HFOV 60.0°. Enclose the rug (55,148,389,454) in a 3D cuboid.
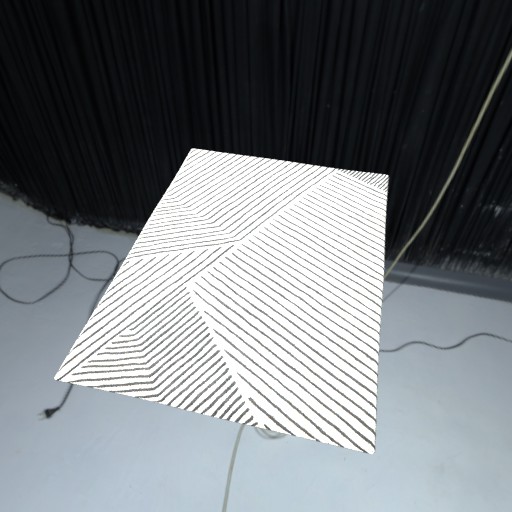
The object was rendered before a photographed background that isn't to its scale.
[{"bbox_3d":[0.000,0.000,3.231,1.829,0.028,2.449,10,47,9],"label":"rug"}]
